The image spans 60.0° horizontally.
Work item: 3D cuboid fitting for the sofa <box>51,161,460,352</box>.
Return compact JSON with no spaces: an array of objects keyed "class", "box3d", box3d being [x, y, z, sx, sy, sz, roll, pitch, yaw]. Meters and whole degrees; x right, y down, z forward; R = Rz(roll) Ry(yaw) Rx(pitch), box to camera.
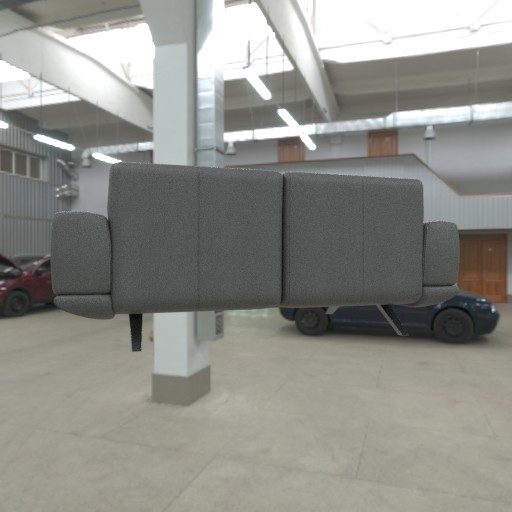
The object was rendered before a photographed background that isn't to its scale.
[{"class":"sofa","box3d":[0.000,0.000,2.375,1.901,0.772,0.900,0,0,-17]}]
